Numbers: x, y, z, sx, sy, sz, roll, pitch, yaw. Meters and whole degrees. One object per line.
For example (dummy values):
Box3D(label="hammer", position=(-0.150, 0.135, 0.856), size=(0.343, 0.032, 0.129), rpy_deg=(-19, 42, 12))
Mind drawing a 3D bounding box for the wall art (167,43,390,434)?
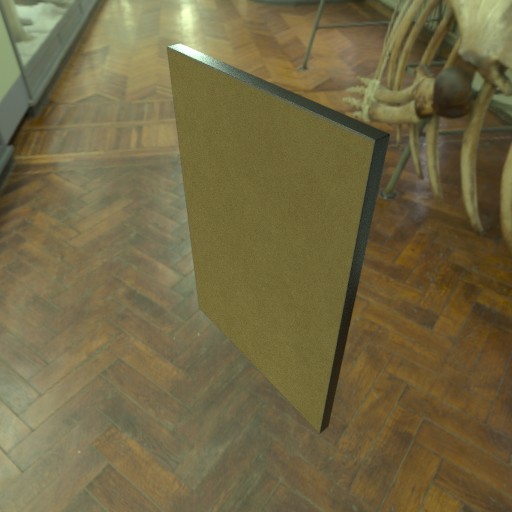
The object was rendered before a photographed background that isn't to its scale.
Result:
Box3D(label="wall art", position=(0.000, 0.000, 0.585), size=(0.019, 0.455, 0.314), rpy_deg=(-28, 48, -28))
